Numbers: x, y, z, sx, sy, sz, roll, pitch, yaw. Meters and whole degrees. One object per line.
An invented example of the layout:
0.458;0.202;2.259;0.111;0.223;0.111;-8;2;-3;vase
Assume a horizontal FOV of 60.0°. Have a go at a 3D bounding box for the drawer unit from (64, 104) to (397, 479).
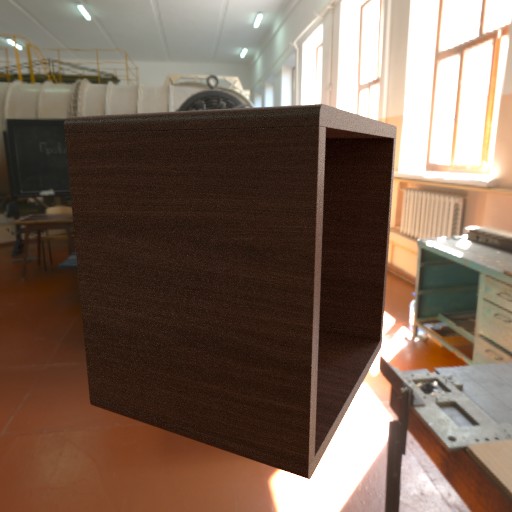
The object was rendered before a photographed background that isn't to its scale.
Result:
0.000;0.000;0.606;0.290;0.351;0.349;7;15;26;drawer unit
